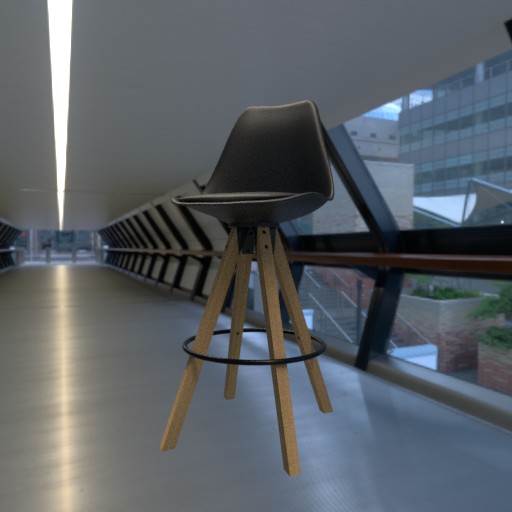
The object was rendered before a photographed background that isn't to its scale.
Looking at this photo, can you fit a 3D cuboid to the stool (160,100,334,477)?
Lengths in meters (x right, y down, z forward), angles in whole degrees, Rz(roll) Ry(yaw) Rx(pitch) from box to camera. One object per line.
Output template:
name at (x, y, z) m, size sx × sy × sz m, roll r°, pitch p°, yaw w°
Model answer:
stool at (0.000, 0.000, 1.429) m, size 0.485 × 1.115 × 0.550 m, roll 1°, pitch 2°, yaw 21°
